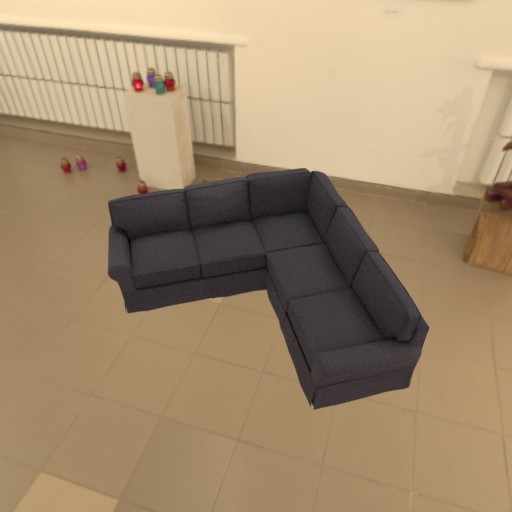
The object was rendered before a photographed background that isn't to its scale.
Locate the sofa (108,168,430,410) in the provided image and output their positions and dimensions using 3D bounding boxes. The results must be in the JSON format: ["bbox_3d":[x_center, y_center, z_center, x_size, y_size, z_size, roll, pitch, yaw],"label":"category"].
[{"bbox_3d":[0.000,0.000,5.163,3.773,1.169,2.874,11,42,13],"label":"sofa"}]
